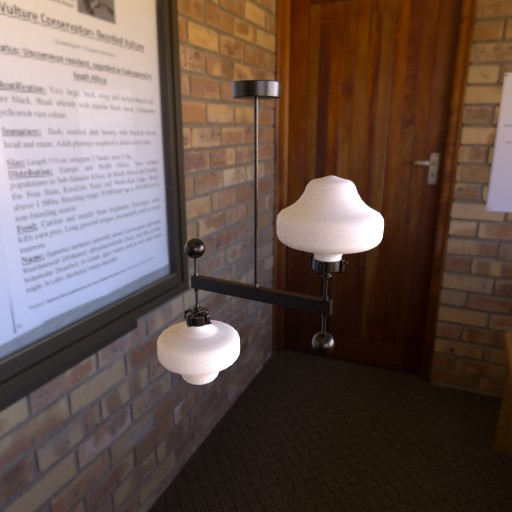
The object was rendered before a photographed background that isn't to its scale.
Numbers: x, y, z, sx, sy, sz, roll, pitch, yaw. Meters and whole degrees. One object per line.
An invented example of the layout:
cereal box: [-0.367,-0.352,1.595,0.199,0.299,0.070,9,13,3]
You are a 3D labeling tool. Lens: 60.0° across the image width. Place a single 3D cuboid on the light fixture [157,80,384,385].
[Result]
light fixture: [0.000,0.000,1.014,0.489,0.743,0.422,-2,16,-8]
